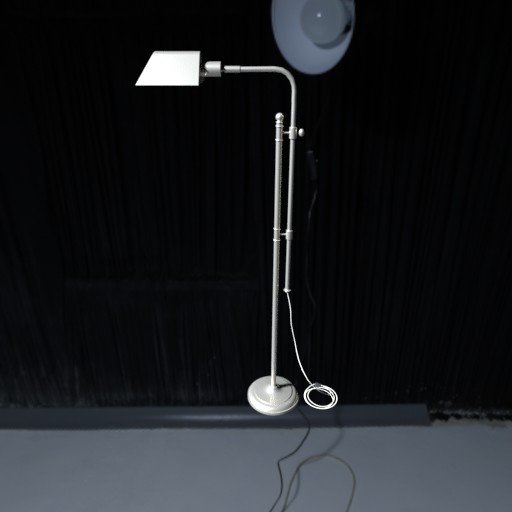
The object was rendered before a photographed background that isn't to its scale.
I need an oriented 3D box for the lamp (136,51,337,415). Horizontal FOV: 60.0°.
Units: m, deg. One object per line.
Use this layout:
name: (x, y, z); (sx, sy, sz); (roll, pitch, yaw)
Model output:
lamp: (0.000, 0.000, 1.874); (0.813, 1.571, 0.256); (1, 27, 1)
